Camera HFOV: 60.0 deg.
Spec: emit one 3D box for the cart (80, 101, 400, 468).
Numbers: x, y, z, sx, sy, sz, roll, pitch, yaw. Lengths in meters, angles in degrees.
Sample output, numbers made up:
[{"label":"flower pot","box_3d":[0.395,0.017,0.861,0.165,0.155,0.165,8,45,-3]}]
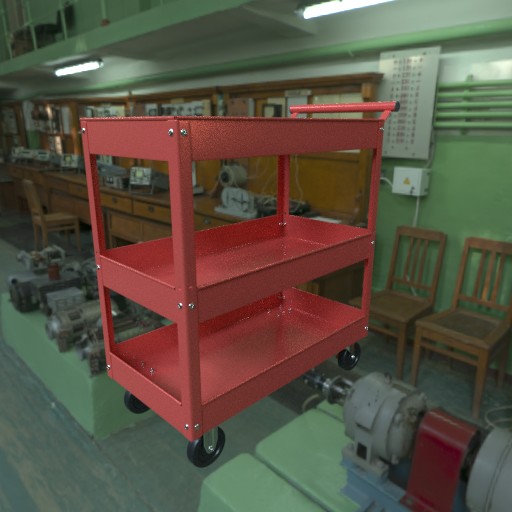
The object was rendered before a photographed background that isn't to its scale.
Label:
[{"label":"cart","box_3d":[0.000,0.000,1.165,0.366,0.780,0.719,16,23,43]}]
